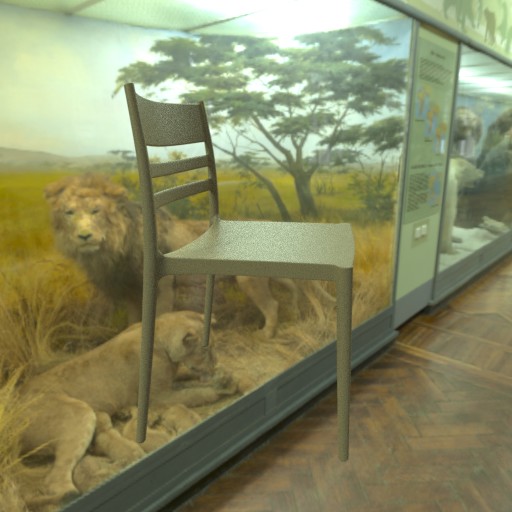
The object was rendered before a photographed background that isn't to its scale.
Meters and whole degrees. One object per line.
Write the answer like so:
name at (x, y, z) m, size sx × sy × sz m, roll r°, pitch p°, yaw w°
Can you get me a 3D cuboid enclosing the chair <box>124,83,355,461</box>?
chair at (0.000, 0.000, 1.148) m, size 0.511 × 0.800 × 0.531 m, roll 3°, pitch 15°, yaw 11°
